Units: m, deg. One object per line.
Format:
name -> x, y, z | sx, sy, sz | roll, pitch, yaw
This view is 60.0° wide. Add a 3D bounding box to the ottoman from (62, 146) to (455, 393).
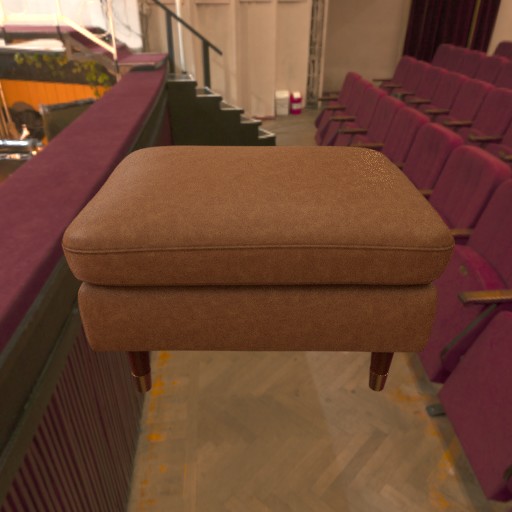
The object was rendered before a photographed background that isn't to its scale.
ottoman -> 0.000, 0.000, 1.116 | 0.747, 0.478, 0.593 | 0, 30, 0
